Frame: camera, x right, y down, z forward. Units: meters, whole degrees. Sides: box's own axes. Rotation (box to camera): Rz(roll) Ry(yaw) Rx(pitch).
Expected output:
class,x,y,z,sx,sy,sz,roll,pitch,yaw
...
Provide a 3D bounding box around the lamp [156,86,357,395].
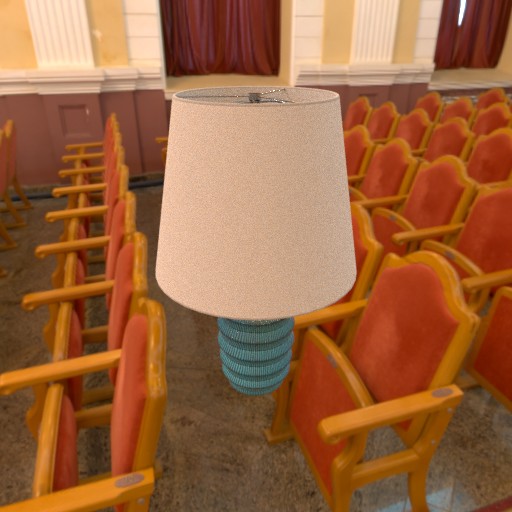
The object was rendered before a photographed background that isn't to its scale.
class,x,y,z,sx,sy,sz,roll,pitch,yaw
lamp,0.000,0.000,0.567,0.254,0.392,0.254,0,26,0
